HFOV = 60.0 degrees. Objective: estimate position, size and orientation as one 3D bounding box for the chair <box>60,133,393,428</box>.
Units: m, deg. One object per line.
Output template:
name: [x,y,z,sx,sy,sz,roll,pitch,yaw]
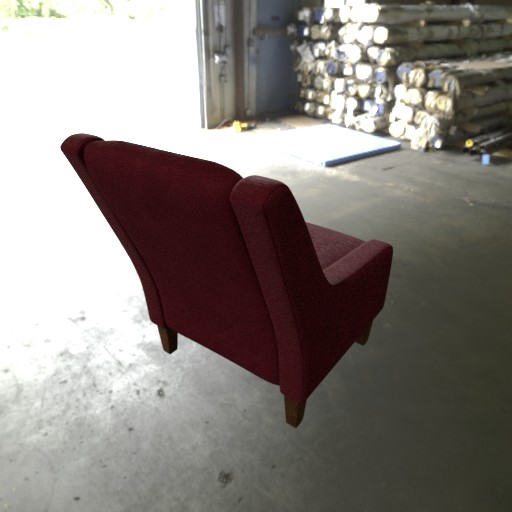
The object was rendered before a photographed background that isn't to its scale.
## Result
chair: [0.000,0.000,1.722,0.793,1.017,0.985,20,35,32]
